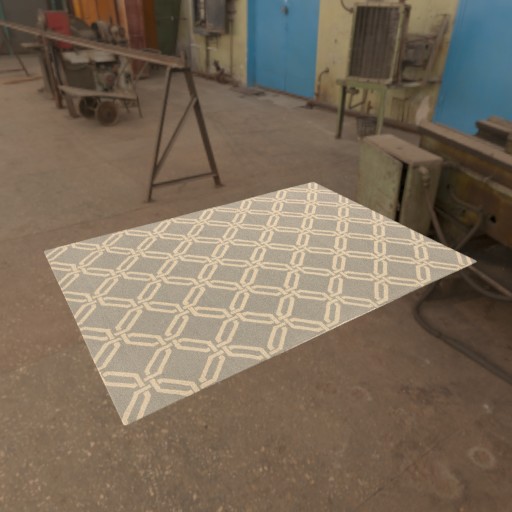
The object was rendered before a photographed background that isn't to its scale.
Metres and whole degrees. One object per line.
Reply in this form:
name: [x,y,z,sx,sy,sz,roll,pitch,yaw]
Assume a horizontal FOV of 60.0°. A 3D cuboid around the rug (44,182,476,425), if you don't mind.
rug: [0.000,0.000,2.669,2.133,0.013,1.522,-18,35,-28]
